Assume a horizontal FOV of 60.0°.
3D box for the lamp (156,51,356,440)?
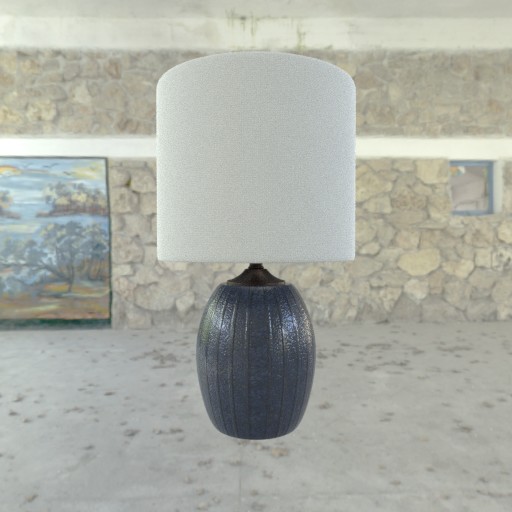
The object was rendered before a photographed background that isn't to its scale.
[{"bbox_3d":[0.000,0.000,0.754,0.329,0.570,0.329,0,1,-1],"label":"lamp"}]
